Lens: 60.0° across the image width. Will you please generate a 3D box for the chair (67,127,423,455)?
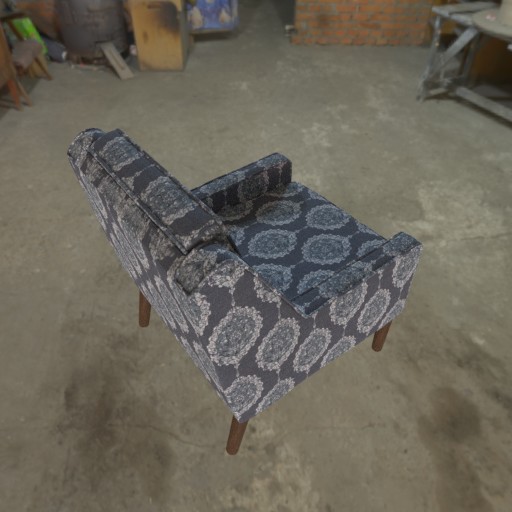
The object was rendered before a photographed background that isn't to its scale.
[{"bbox_3d":[0.000,0.000,1.323,0.743,0.792,0.663,-26,48,-26],"label":"chair"}]
